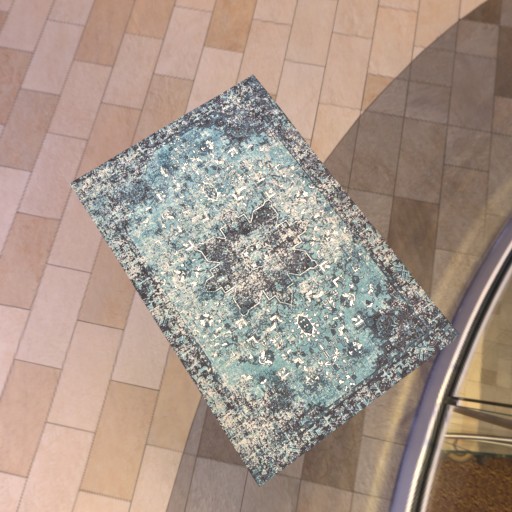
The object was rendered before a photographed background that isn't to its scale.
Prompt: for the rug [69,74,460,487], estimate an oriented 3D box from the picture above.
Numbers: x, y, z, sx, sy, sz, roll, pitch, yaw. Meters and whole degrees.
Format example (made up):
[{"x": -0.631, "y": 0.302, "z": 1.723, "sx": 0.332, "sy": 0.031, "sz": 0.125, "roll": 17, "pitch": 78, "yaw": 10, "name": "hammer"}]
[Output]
[{"x": 0.000, "y": 0.000, "z": 2.314, "sx": 1.219, "sy": 0.005, "sz": 1.828, "roll": -34, "pitch": 78, "yaw": -8, "name": "rug"}]
